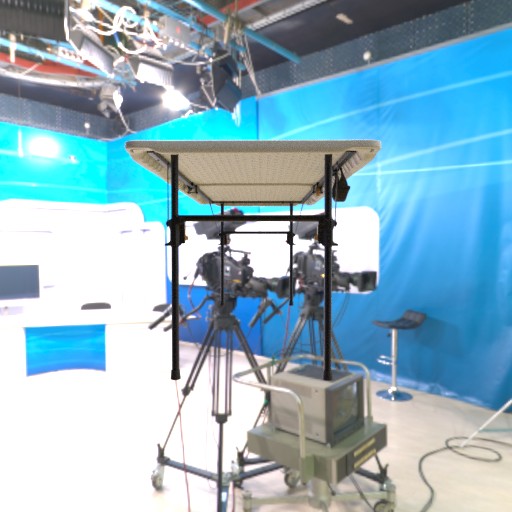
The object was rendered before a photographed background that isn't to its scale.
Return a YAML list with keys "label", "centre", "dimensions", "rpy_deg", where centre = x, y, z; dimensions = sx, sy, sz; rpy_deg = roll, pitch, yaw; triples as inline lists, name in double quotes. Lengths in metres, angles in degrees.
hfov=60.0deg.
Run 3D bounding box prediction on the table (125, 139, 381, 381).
- label: "table"
  centre: [0.000, 0.000, 2.190]
  dimensions: [0.761, 0.719, 1.829]
  rpy_deg: [0, 2, 1]
